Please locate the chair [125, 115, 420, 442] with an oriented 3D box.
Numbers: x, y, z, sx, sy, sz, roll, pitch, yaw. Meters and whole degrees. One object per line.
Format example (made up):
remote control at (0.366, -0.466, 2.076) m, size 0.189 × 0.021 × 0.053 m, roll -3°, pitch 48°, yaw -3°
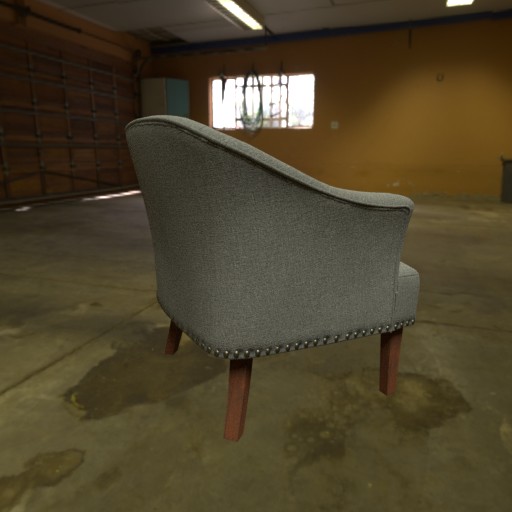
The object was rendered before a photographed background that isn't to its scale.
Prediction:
chair at (0.000, 0.000, 1.402) m, size 0.704 × 0.815 × 0.798 m, roll -7°, pitch 15°, yaw -26°
